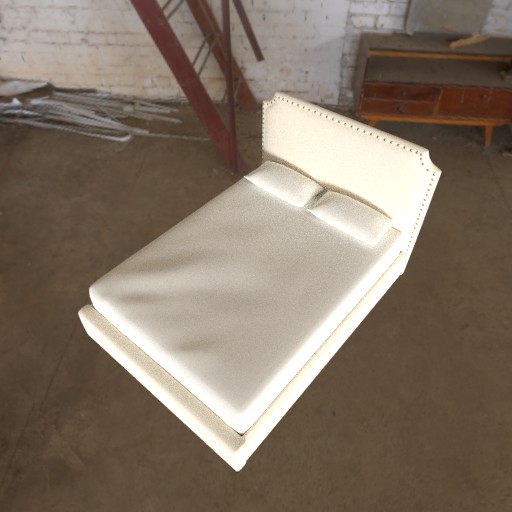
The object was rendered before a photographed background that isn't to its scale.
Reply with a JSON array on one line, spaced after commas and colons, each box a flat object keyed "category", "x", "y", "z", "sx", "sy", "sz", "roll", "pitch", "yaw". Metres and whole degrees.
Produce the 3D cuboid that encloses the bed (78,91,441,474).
[{"category": "bed", "x": 0.000, "y": 0.000, "z": 3.521, "sx": 1.712, "sy": 1.443, "sz": 2.365, "roll": 32, "pitch": 54, "yaw": 26}]
